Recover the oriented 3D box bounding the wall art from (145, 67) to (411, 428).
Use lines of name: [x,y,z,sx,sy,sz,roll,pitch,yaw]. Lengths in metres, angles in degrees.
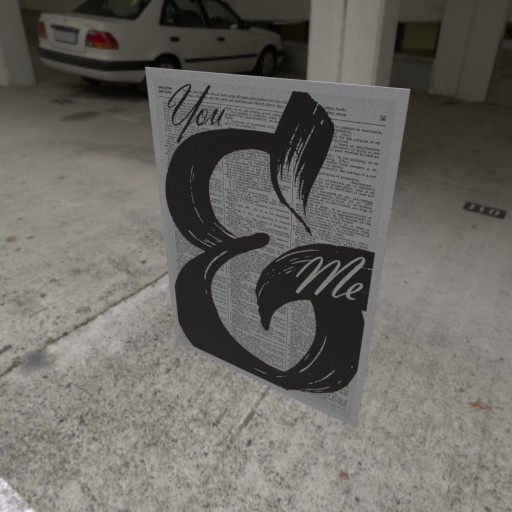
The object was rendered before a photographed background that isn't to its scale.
wall art: [0.000,0.000,0.806,0.457,0.609,0.003,18,33,29]
